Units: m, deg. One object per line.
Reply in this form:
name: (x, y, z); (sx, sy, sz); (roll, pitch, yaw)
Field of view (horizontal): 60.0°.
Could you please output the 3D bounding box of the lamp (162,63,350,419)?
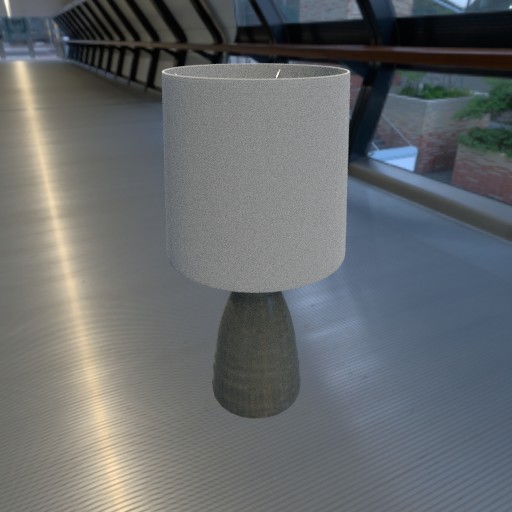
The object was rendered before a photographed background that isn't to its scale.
lamp: (0.000, 0.000, 0.476); (0.186, 0.369, 0.186); (0, 27, 0)
